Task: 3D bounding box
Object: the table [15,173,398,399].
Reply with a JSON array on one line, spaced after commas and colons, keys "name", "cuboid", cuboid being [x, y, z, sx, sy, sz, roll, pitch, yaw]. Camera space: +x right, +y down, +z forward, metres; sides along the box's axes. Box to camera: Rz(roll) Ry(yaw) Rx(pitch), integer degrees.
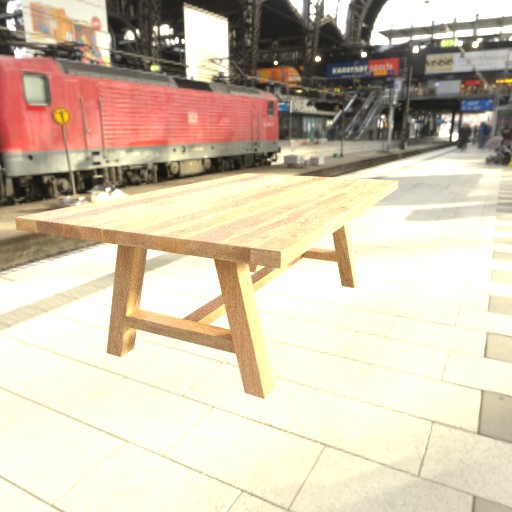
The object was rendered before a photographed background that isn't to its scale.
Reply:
[{"name": "table", "cuboid": [0.000, 0.000, 1.632, 0.760, 0.455, 1.320, 8, 18, 25]}]
